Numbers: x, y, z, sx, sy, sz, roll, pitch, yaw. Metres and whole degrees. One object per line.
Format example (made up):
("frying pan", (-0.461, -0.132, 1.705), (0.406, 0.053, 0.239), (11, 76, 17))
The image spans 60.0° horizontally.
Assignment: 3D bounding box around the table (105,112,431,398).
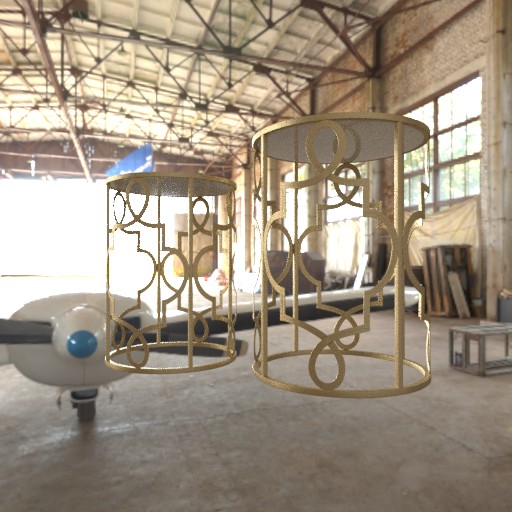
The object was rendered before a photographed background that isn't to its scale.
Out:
("table", (0.000, 0.000, 1.152), (0.846, 0.564, 0.420), (0, -1, 19))
